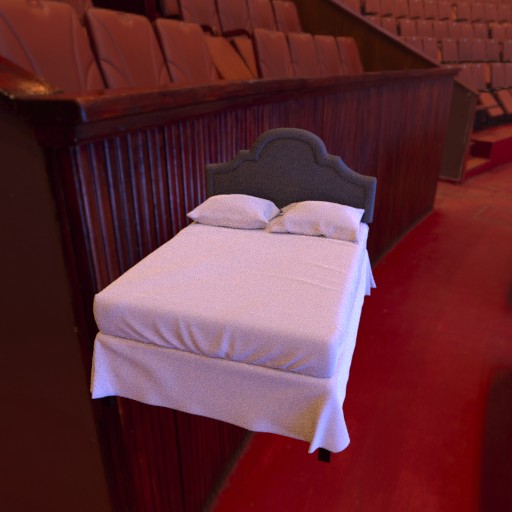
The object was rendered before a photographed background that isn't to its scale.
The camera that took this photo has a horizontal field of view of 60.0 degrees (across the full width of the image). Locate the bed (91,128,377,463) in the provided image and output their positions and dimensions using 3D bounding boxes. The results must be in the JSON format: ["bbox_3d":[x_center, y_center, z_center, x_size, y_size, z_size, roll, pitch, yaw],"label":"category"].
[{"bbox_3d":[0.000,0.000,3.374,1.780,1.634,2.222,7,25,16],"label":"bed"}]
